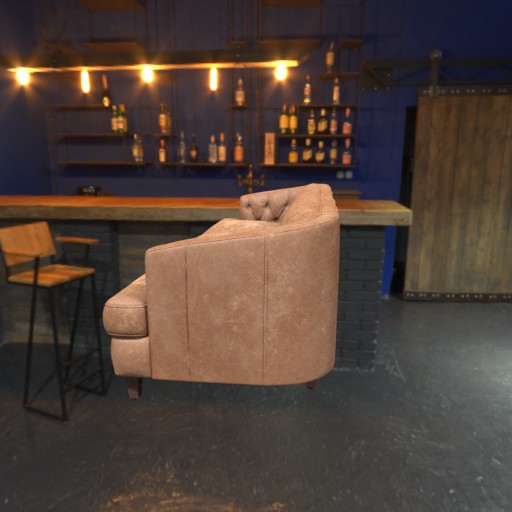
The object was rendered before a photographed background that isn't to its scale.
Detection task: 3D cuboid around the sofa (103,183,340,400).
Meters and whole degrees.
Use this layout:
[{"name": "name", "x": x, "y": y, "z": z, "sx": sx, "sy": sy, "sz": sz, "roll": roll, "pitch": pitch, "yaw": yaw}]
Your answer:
[{"name": "sofa", "x": 0.000, "y": 0.000, "z": 2.748, "sx": 0.922, "sy": 0.791, "sz": 2.257, "roll": 2, "pitch": 13, "yaw": 8}]
